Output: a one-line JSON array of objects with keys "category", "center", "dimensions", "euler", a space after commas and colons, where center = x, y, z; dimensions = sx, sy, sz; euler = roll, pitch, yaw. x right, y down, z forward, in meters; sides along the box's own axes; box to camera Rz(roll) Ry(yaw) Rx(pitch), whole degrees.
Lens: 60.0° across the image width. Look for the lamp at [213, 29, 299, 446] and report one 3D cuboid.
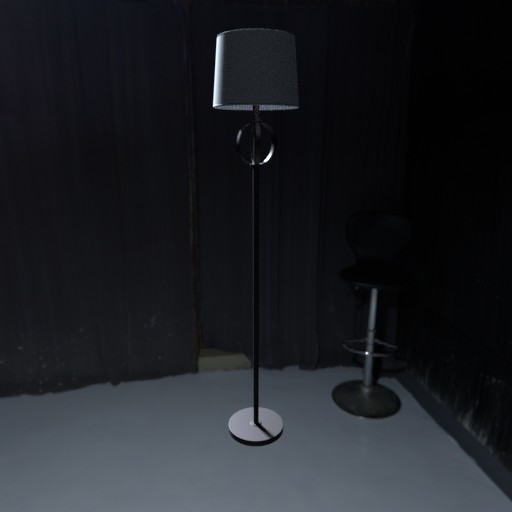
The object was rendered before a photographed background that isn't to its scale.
[{"category": "lamp", "center": [0.000, 0.000, 1.625], "dimensions": [0.286, 1.462, 0.286], "euler": [-2, 15, -8]}]
